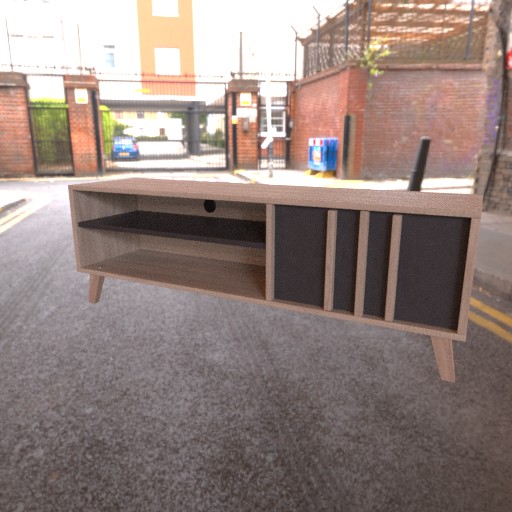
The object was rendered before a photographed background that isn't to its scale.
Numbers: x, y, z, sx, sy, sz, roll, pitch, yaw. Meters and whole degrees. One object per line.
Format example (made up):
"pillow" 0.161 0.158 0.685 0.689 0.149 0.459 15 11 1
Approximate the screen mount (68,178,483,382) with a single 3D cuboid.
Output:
"screen mount" 0.000 0.000 1.699 1.500 0.509 0.401 7 16 26
